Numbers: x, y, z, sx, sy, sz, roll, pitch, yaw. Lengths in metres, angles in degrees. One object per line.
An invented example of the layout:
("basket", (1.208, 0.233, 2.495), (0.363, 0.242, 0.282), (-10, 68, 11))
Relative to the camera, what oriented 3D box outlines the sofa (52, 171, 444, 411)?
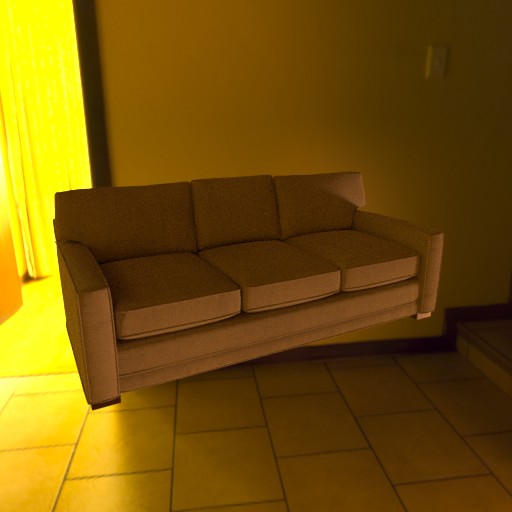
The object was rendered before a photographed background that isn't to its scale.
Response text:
("sofa", (0.000, 0.000, 2.607), (2.093, 0.862, 0.936), (-9, 19, -27))
